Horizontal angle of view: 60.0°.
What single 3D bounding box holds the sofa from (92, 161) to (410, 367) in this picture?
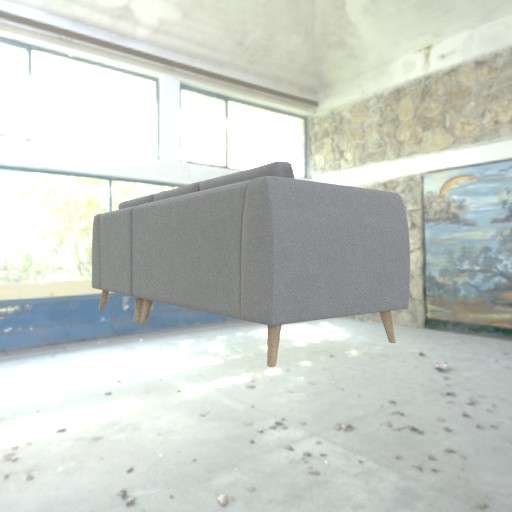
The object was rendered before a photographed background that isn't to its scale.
[{"bbox_3d":[0.000,0.000,3.060,1.580,0.860,2.300,0,1,-37],"label":"sofa"}]
